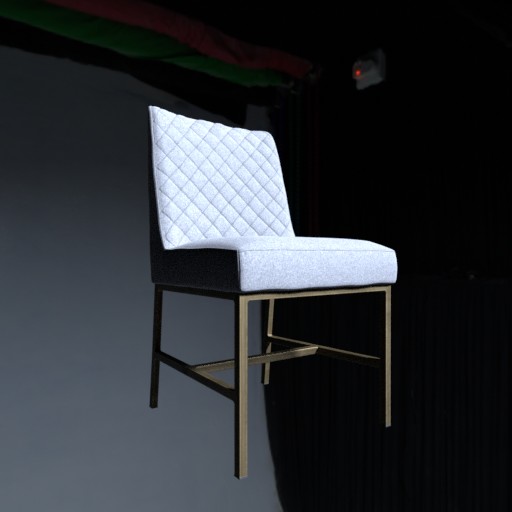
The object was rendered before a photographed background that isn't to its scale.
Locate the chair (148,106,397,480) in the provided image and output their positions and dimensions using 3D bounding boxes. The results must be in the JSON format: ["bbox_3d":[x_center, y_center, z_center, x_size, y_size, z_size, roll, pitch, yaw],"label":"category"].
[{"bbox_3d":[0.000,0.000,1.239,0.508,0.889,0.587,0,0,-36],"label":"chair"}]
